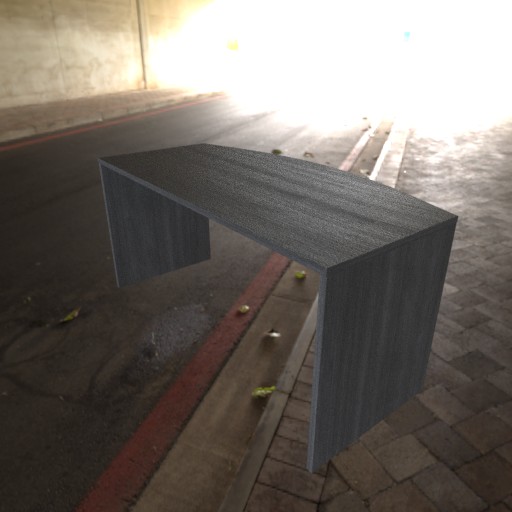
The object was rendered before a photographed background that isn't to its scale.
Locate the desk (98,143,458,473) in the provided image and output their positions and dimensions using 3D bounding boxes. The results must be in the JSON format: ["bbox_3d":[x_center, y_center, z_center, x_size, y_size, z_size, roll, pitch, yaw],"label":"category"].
[{"bbox_3d":[0.000,0.000,2.082,0.802,0.750,1.600,-18,31,-34],"label":"desk"}]
